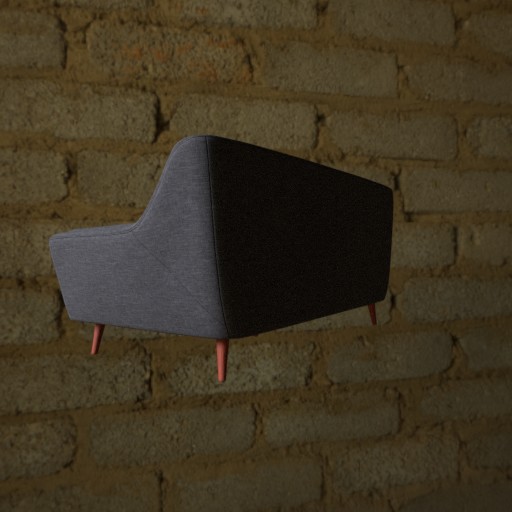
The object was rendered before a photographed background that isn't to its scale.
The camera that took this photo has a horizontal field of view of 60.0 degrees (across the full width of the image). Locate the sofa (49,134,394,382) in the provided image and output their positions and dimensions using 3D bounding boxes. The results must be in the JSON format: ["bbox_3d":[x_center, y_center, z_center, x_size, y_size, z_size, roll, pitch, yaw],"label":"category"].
[{"bbox_3d":[0.000,0.000,2.454,0.975,0.896,1.929,1,1,37],"label":"sofa"}]
